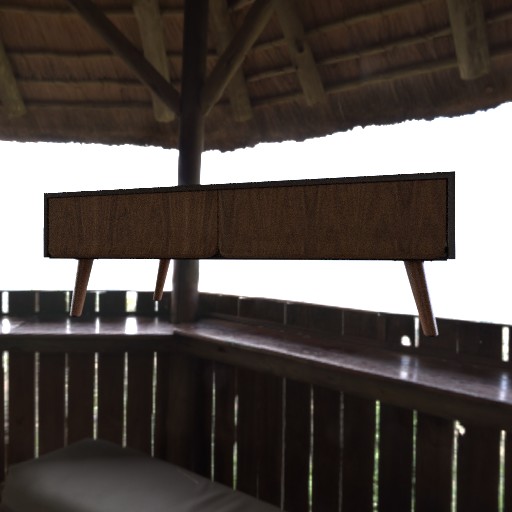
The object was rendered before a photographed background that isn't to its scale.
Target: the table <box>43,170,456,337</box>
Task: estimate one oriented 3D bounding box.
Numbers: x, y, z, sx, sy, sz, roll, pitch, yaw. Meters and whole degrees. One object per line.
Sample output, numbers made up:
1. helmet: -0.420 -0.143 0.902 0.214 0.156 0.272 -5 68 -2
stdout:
1. table: 0.000 0.000 1.539 1.201 0.404 0.703 0 0 18
